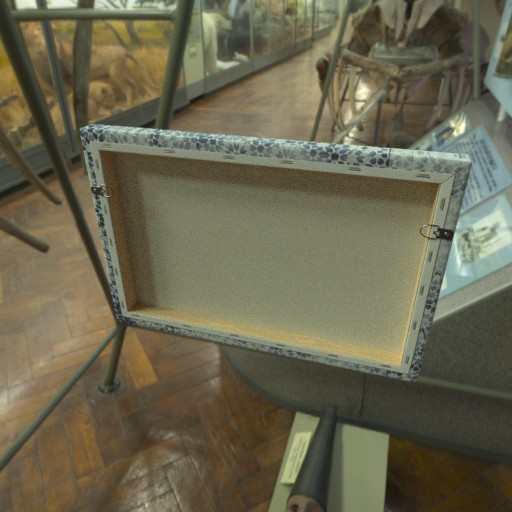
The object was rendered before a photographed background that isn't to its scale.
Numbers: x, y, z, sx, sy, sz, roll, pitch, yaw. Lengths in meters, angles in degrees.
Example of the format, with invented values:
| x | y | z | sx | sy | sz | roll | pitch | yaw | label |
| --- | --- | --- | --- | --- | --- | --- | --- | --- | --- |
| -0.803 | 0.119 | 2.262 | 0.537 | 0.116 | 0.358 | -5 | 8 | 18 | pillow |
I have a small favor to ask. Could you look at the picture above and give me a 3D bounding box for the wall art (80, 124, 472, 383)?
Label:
| x | y | z | sx | sy | sz | roll | pitch | yaw | label |
| --- | --- | --- | --- | --- | --- | --- | --- | --- | --- |
| 0.000 | 0.000 | 1.164 | 0.911 | 0.608 | 0.057 | 9 | 31 | 15 | wall art |
